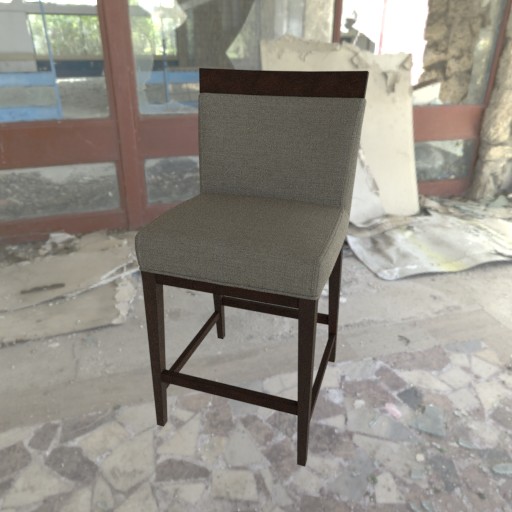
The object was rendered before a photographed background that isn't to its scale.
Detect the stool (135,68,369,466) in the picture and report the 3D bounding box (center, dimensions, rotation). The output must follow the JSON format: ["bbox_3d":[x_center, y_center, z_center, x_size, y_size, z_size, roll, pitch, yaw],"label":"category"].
[{"bbox_3d":[0.000,0.000,1.321,0.512,1.009,0.531,8,27,17],"label":"stool"}]
